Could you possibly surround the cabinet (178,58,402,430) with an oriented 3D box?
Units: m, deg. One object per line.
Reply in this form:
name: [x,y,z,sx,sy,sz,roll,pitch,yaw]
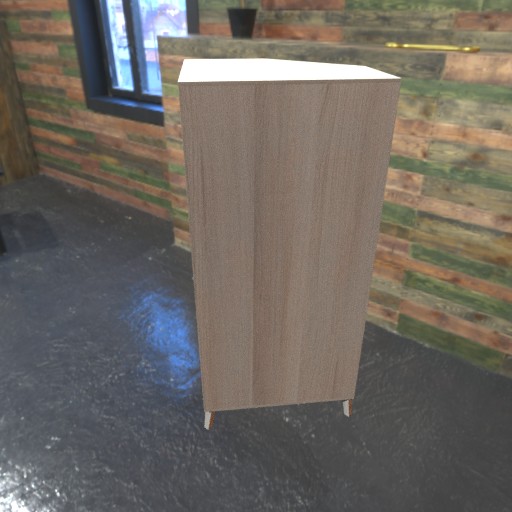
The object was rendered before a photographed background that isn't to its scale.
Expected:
cabinet: [0.000,0.000,2.517,1.272,1.957,0.969,21,35,33]
